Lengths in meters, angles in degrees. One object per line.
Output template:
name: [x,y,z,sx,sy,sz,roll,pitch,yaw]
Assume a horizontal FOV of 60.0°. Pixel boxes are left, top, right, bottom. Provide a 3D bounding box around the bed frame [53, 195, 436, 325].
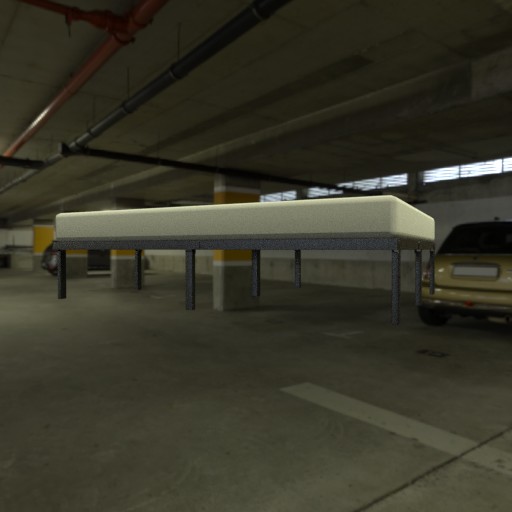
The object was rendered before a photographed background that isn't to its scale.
bed frame: [0.000,0.000,3.722,2.842,0.680,2.205,1,1,35]
